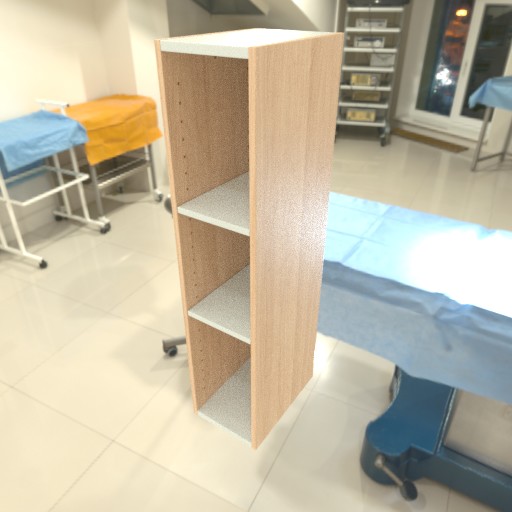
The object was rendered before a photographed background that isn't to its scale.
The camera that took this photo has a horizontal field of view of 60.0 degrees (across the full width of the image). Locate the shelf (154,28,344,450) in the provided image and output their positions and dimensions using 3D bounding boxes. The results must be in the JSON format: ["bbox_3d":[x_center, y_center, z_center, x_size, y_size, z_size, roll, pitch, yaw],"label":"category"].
[{"bbox_3d":[0.000,0.000,0.988,0.197,0.882,0.290,19,36,29],"label":"shelf"}]
